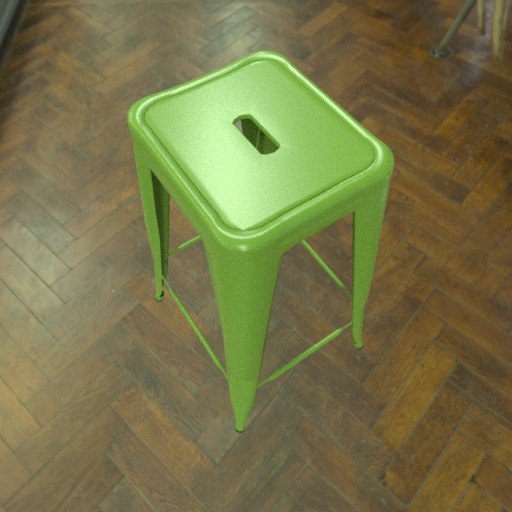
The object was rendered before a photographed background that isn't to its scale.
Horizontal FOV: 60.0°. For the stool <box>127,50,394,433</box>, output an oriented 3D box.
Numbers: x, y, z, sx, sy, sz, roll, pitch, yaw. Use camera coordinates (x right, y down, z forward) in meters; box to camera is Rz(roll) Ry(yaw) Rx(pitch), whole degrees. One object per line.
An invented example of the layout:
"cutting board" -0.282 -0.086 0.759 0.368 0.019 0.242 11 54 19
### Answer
"stool" 0.000 0.000 0.828 0.358 0.609 0.398 -30 63 -17
